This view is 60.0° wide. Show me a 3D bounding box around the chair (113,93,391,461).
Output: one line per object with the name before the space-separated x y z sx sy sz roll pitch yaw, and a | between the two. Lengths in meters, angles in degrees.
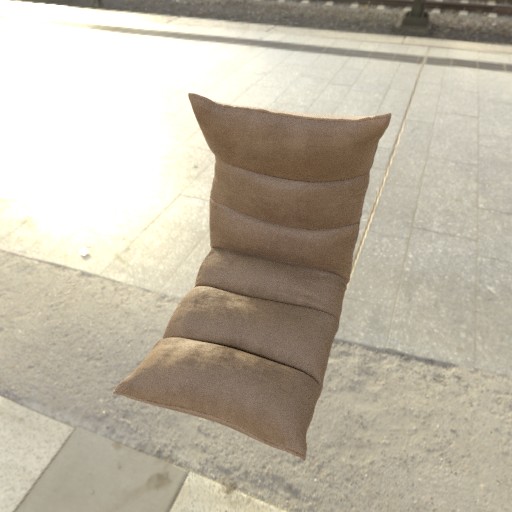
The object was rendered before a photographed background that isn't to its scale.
chair | 0.000 0.000 1.588 0.714 0.892 0.985 13 42 15
